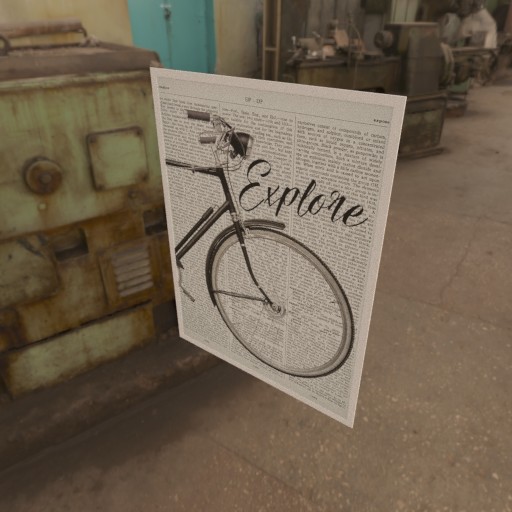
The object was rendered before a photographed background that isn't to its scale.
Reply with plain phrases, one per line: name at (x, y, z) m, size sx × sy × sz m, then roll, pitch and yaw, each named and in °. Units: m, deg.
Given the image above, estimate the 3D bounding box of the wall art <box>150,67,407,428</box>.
wall art at (0.000, 0.000, 0.815) m, size 0.457 × 0.610 × 0.003 m, roll 20°, pitch 36°, yaw 30°
